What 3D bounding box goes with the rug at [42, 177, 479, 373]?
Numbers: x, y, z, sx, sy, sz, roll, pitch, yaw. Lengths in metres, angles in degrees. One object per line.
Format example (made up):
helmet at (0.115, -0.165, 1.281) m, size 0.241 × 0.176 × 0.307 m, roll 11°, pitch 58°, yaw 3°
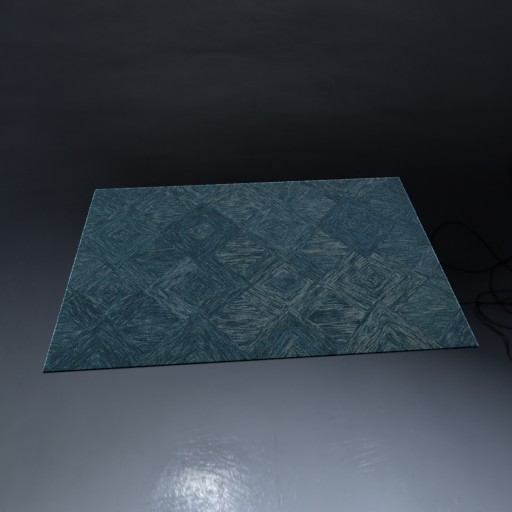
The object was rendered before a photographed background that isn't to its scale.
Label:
rug at (0.000, 0.000, 2.814) m, size 2.277 × 0.015 × 1.490 m, roll -3°, pitch 47°, yaw -3°
